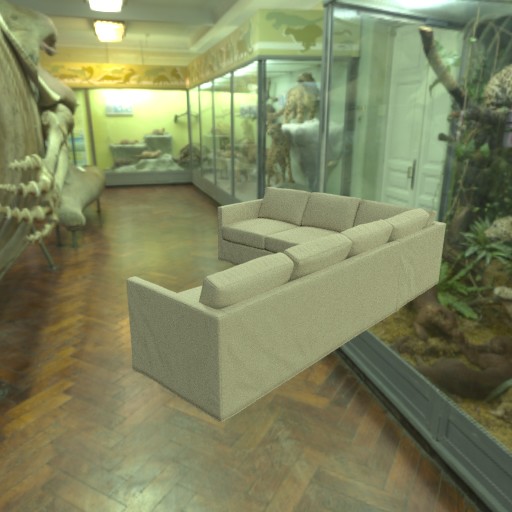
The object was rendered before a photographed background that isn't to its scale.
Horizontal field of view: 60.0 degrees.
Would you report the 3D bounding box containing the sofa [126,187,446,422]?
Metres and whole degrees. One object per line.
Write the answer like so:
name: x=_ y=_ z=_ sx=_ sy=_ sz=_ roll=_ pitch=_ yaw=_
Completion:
sofa: x=0.000 y=0.000 z=4.316 sx=2.432 sy=0.871 sz=3.182 roll=15 pitch=23 yaw=41
